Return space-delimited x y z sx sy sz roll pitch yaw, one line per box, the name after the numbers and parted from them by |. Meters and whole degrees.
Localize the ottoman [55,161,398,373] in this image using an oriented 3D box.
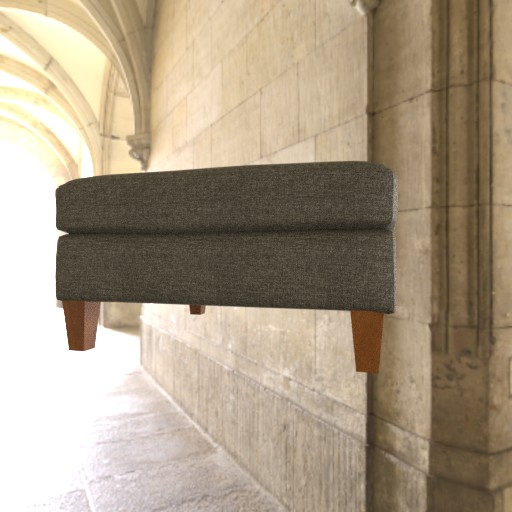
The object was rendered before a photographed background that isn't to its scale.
0.000 0.000 1.387 0.838 0.481 0.838 0 0 17 | ottoman
